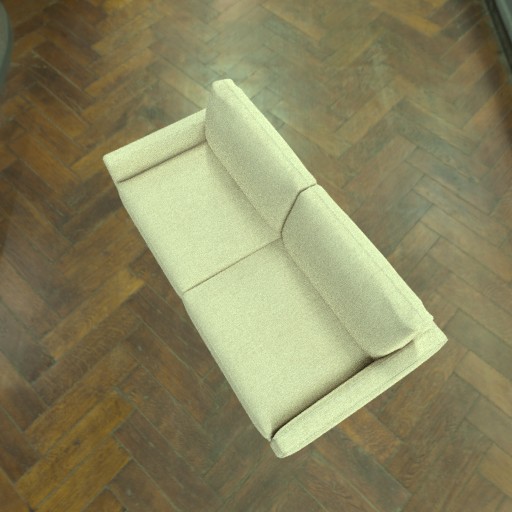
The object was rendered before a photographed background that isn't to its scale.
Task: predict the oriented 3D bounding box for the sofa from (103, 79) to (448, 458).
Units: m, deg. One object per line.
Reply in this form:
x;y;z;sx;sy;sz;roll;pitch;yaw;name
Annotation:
0.000;0.000;2.148;0.839;0.812;1.651;-30;68;-14;sofa
